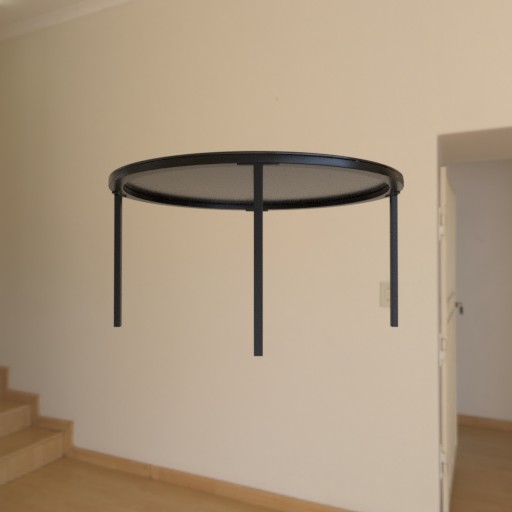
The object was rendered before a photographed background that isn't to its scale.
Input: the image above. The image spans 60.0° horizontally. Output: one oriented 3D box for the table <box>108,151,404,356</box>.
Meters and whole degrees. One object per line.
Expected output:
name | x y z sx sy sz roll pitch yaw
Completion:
table | 0.000 0.000 1.260 0.800 0.400 0.800 0 -1 0
